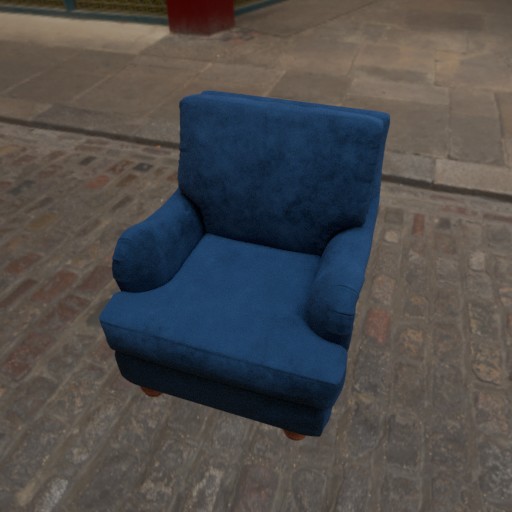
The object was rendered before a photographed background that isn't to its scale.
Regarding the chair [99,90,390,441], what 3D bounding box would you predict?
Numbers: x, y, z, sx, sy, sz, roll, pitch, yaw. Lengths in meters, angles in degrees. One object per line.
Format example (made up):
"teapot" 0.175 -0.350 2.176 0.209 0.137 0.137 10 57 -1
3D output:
"chair" 0.000 0.000 1.831 0.895 1.076 1.078 12 43 13
